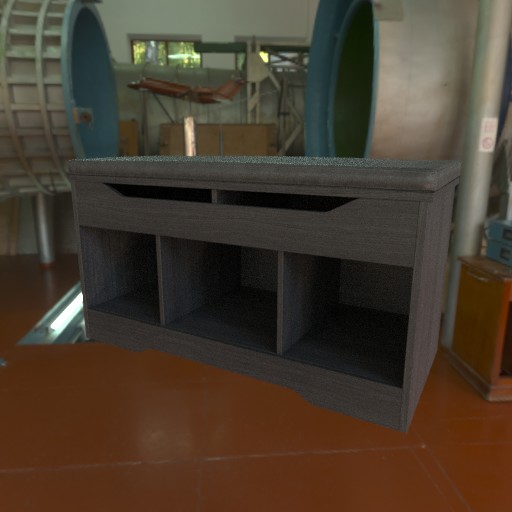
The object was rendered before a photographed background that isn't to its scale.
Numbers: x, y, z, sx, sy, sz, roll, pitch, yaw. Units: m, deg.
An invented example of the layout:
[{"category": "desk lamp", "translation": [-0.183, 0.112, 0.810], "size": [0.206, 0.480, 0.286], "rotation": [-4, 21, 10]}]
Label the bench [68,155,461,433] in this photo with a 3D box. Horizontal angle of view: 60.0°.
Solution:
[{"category": "bench", "translation": [0.000, 0.000, 1.162], "size": [0.905, 0.501, 0.401], "rotation": [8, 16, 28]}]
